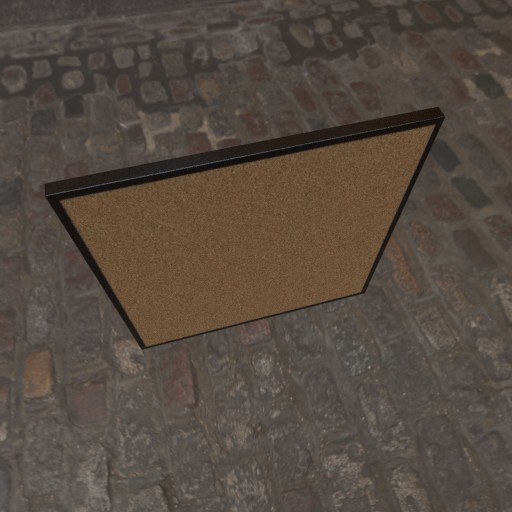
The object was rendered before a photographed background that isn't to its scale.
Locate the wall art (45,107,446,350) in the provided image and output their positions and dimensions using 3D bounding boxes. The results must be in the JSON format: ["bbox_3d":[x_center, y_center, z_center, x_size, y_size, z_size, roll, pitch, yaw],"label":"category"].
[{"bbox_3d":[0.000,0.000,0.526,0.349,0.349,0.014,-13,59,-8],"label":"wall art"}]
